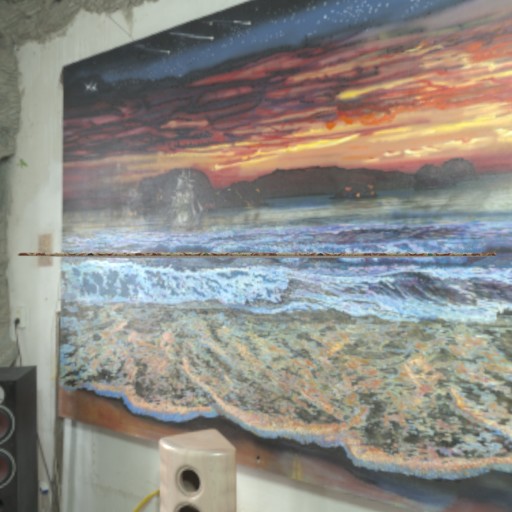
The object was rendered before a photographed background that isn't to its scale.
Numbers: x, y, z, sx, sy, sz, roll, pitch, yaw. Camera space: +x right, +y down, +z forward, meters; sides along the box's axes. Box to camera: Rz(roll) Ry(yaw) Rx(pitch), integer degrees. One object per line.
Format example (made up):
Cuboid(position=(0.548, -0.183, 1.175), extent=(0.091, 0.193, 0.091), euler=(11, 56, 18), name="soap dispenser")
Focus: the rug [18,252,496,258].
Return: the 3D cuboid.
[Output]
Cuboid(position=(0.000, 0.000, 2.306), extent=(1.838, 0.013, 1.226), euler=(0, -1, -2), name="rug")
